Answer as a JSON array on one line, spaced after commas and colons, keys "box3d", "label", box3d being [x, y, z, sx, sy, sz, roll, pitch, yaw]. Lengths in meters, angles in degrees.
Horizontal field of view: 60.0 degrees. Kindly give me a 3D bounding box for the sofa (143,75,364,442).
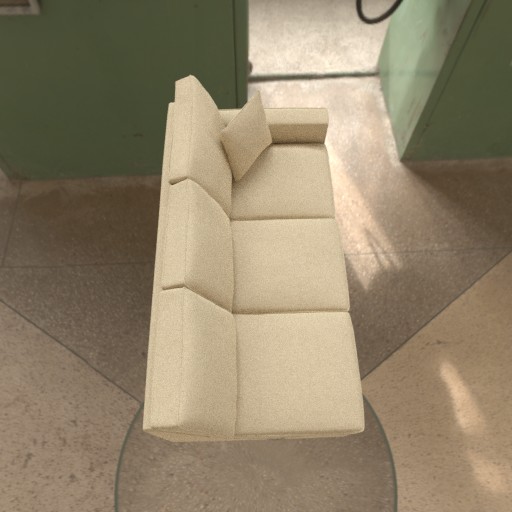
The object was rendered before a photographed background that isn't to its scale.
[{"box3d": [0.000, 0.000, 2.572, 1.034, 0.946, 1.963, -2, 64, -1], "label": "sofa"}]
